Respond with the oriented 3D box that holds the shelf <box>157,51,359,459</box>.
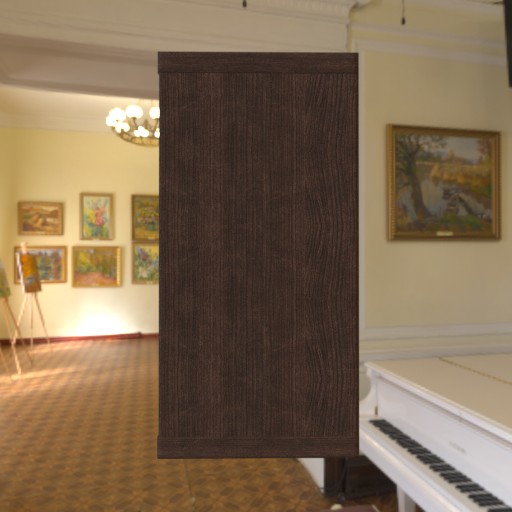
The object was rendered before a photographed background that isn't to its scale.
[{"bbox_3d":[0.000,0.000,1.252,0.390,0.786,0.790,0,0,-1],"label":"shelf"}]
